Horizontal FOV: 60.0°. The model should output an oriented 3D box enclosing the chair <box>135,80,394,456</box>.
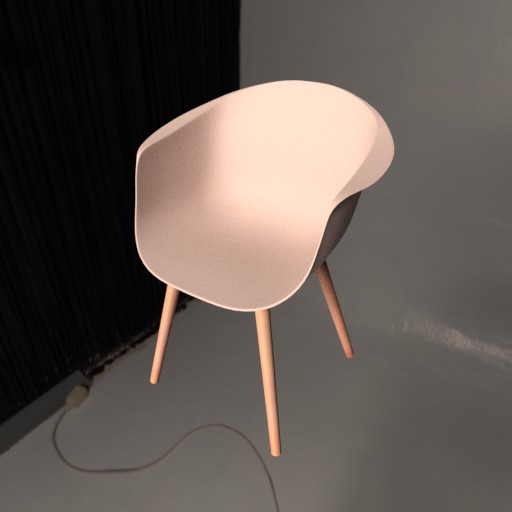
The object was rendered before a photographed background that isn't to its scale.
[{"bbox_3d":[0.000,0.000,1.145,0.593,0.781,0.504,19,36,29],"label":"chair"}]
